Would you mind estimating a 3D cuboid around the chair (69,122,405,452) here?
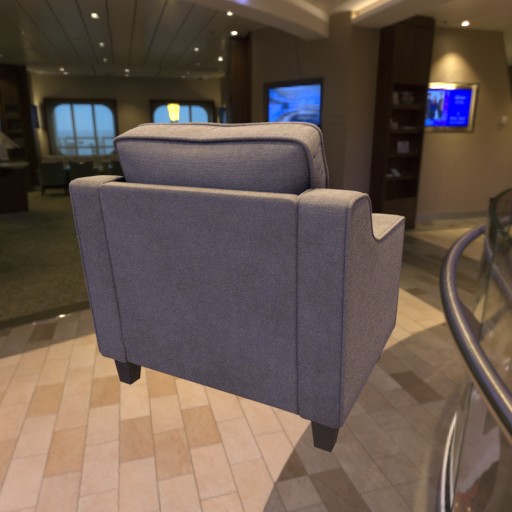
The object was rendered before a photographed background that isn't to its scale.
[{"bbox_3d":[0.000,0.000,1.644,0.926,0.944,0.840,8,18,26],"label":"chair"}]
